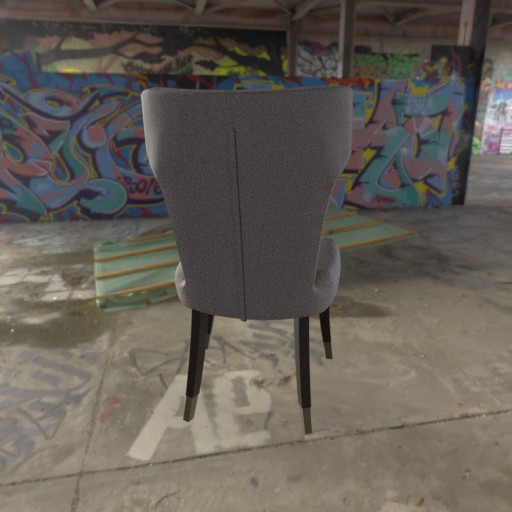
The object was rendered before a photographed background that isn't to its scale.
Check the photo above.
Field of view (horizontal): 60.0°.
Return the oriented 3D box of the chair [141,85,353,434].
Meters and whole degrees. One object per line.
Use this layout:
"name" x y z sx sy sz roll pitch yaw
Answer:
"chair" 0.000 0.000 1.363 0.526 0.950 0.630 3 17 8
